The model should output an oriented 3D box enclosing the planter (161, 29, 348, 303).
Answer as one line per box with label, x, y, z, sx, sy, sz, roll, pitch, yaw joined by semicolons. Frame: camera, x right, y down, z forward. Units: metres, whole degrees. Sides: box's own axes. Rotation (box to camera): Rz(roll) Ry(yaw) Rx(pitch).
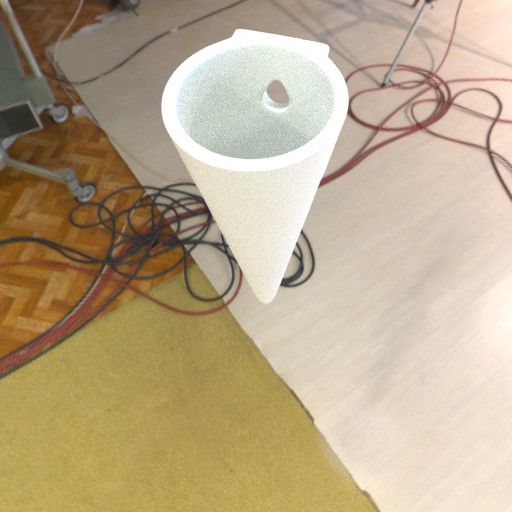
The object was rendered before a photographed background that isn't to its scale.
planter;0.000;0.000;0.220;0.057;0.193;0.064;14;60;9
